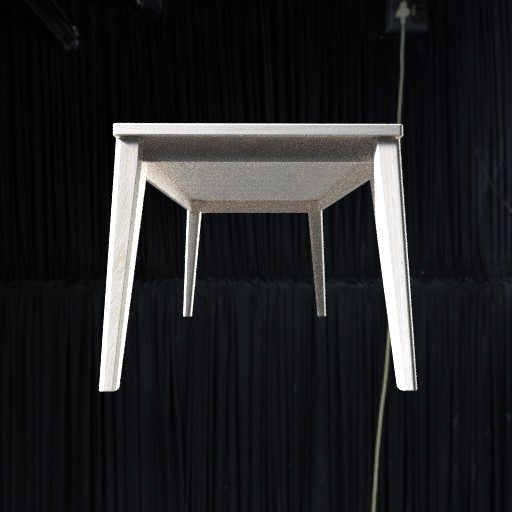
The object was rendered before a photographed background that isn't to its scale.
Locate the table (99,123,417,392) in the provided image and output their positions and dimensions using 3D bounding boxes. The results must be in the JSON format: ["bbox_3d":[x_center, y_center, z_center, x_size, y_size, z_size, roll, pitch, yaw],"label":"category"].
[{"bbox_3d":[0.000,0.000,2.045,0.900,0.760,1.600,0,0,-1],"label":"table"}]
